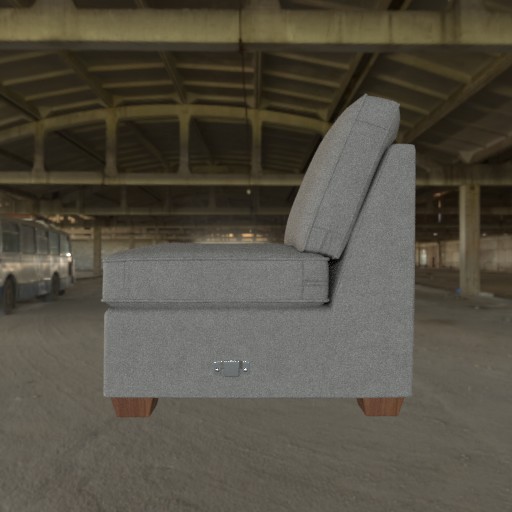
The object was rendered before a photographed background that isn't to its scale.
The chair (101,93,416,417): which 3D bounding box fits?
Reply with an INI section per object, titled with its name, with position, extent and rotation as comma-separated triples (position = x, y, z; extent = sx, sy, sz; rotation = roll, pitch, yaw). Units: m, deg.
[chair]
position = 0.000, 0.000, 1.593
extent = 0.938, 0.970, 0.621
rotation = 0, 0, -1
